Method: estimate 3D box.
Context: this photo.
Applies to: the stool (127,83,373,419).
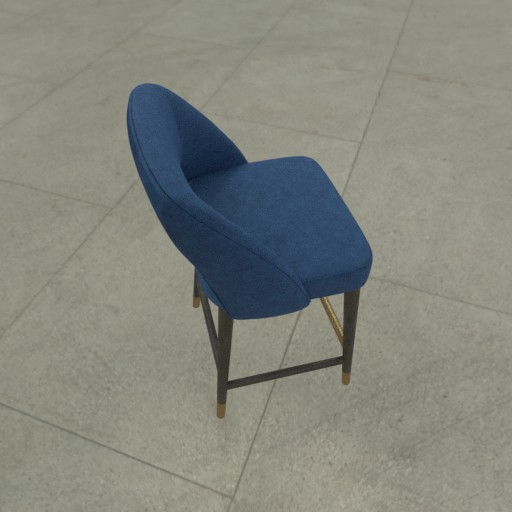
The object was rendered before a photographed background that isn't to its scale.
[{"bbox_3d":[0.000,0.000,1.236,0.524,0.925,0.536,-11,48,-10],"label":"stool"}]
